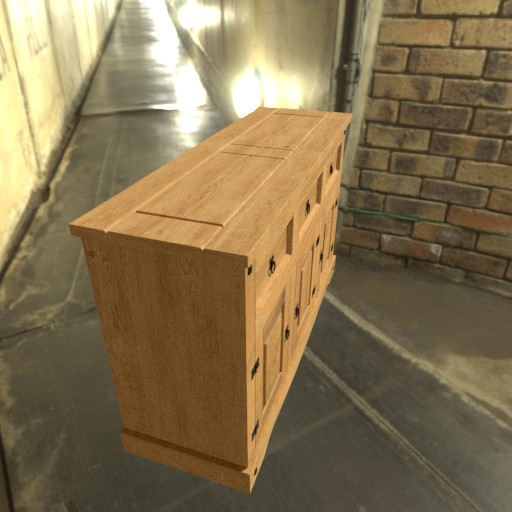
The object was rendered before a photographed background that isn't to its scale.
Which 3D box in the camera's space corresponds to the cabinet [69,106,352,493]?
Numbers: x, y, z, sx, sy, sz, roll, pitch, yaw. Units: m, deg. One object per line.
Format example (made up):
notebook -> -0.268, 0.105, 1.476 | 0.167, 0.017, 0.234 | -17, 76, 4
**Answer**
cabinet -> 0.000, 0.000, 1.681 | 0.432, 0.810, 1.321 | 10, 32, 17
